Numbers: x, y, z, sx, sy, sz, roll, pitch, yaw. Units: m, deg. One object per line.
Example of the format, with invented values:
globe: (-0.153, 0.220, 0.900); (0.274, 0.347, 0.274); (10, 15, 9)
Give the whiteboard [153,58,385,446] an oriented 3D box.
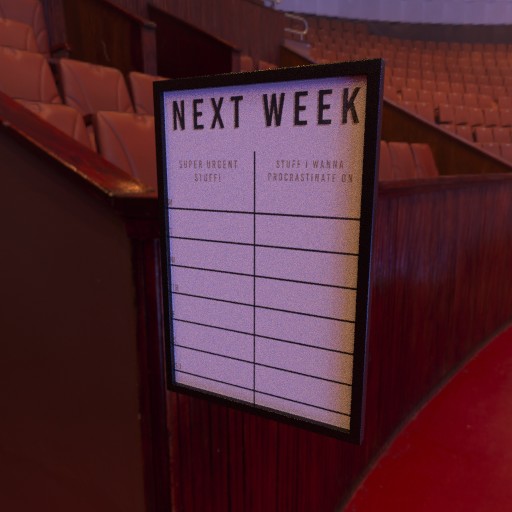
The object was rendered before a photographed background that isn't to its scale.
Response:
whiteboard: (0.000, 0.000, 0.782); (0.406, 0.611, 0.026); (6, 14, 26)
